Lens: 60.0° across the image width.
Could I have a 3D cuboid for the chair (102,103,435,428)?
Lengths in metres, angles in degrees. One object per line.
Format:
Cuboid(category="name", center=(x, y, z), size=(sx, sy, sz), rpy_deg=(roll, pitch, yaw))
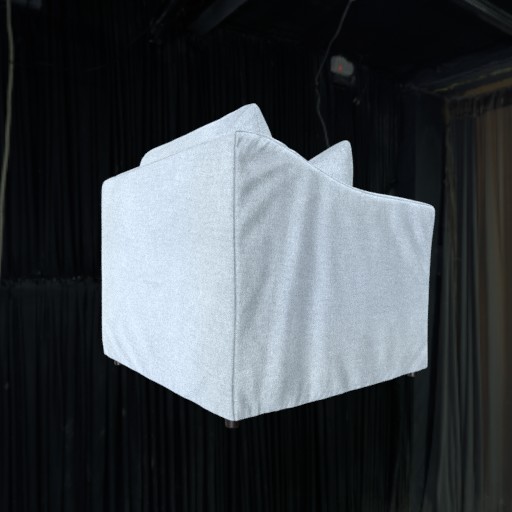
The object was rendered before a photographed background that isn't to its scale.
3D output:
Cuboid(category="chair", center=(0.000, 0.000, 2.055), size=(1.071, 1.059, 1.194), rpy_deg=(0, 0, -37))
